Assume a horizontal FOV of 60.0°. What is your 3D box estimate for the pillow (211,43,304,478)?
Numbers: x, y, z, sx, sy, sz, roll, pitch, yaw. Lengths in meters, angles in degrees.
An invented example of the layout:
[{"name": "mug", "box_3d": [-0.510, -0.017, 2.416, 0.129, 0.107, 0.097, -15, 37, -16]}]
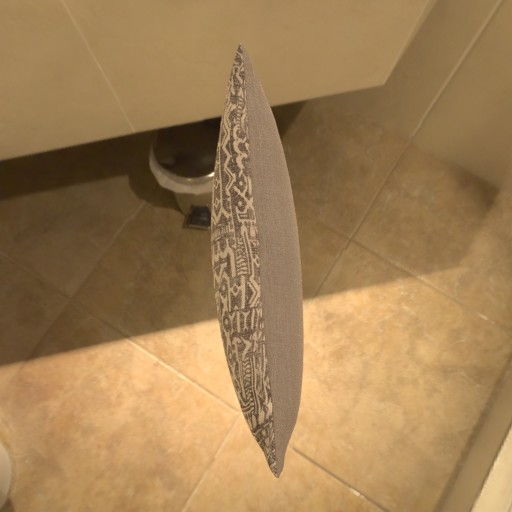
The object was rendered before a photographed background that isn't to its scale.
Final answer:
[{"name": "pillow", "box_3d": [0.000, 0.000, 0.737, 0.148, 0.290, 0.631, -4, 76, -1]}]
